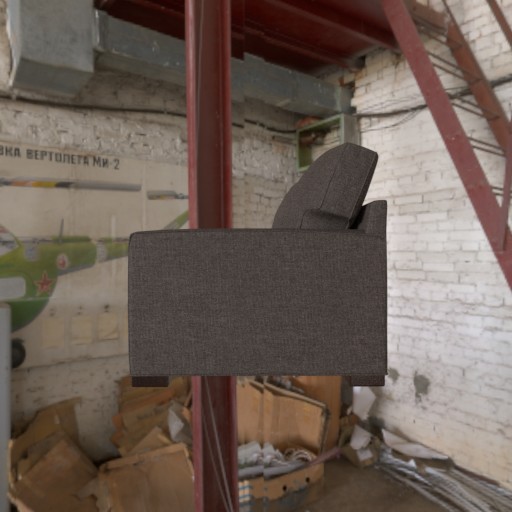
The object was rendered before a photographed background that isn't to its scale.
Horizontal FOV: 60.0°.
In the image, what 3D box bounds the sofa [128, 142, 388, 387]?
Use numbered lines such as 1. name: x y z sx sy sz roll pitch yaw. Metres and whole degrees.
1. sofa: 0.000 0.000 2.855 1.004 0.978 2.369 0 1 0
